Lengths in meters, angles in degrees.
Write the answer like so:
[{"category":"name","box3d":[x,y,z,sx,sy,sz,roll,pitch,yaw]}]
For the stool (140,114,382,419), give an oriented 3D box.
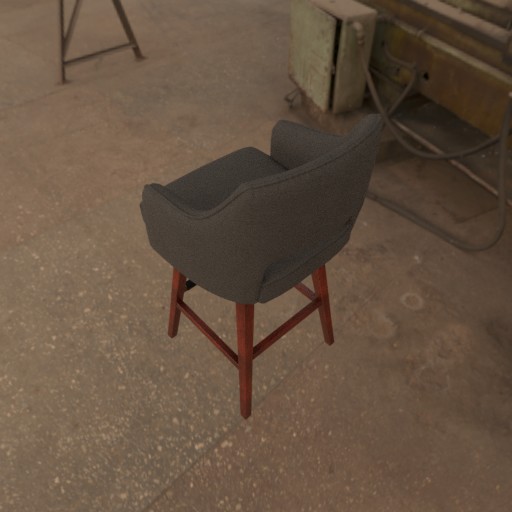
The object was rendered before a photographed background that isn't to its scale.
[{"category":"stool","box3d":[0.000,0.000,1.403,0.548,1.012,0.558,-33,55,-28]}]
